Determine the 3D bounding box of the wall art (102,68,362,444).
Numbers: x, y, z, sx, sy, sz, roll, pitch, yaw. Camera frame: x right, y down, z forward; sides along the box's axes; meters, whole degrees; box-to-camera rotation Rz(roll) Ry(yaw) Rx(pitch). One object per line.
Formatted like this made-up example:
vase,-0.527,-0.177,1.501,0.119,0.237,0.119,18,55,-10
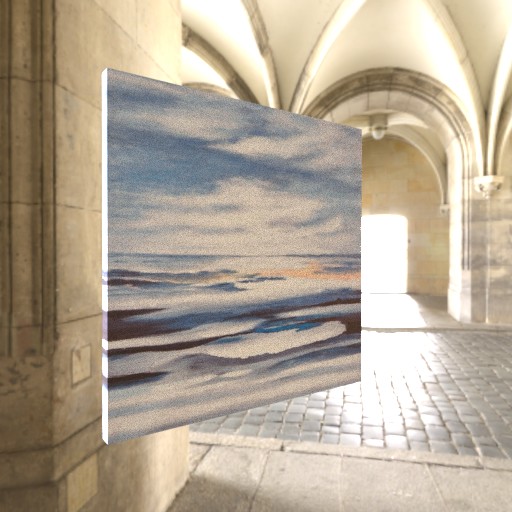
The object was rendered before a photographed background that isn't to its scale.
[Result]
wall art,0.000,0.000,1.106,0.747,0.747,0.035,0,0,-36
